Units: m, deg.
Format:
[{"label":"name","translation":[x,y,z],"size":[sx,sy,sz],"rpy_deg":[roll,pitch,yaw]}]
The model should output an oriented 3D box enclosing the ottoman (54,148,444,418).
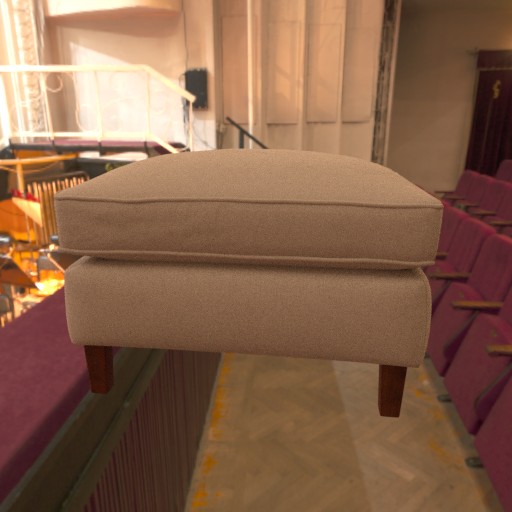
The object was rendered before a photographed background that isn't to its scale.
[{"label":"ottoman","translation":[0.000,0.000,0.974],"size":[0.665,0.456,0.501],"rpy_deg":[2,17,7]}]
